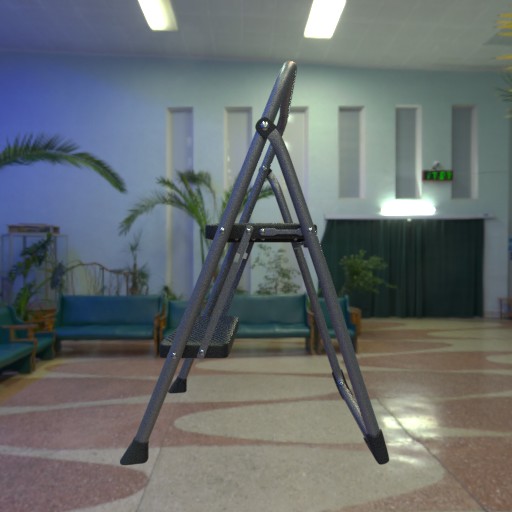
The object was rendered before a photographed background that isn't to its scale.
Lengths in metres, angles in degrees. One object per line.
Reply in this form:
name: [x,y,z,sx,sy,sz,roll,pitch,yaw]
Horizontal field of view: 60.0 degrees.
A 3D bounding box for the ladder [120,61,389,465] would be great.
ladder: [0.000,0.000,0.973,0.472,0.720,0.430,0,0,1]
